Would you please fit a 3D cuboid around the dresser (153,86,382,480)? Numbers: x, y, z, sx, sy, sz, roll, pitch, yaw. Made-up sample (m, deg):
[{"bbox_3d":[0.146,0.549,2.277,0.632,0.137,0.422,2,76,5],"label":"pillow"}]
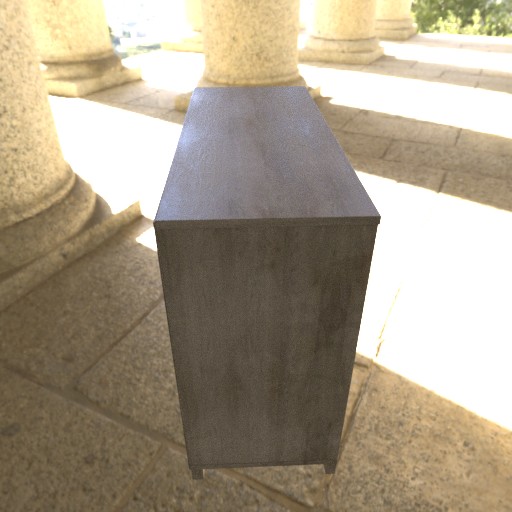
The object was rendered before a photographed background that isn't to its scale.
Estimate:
[{"bbox_3d":[0.000,0.000,1.419,0.404,0.816,0.994,-1,34,-2],"label":"dresser"}]
